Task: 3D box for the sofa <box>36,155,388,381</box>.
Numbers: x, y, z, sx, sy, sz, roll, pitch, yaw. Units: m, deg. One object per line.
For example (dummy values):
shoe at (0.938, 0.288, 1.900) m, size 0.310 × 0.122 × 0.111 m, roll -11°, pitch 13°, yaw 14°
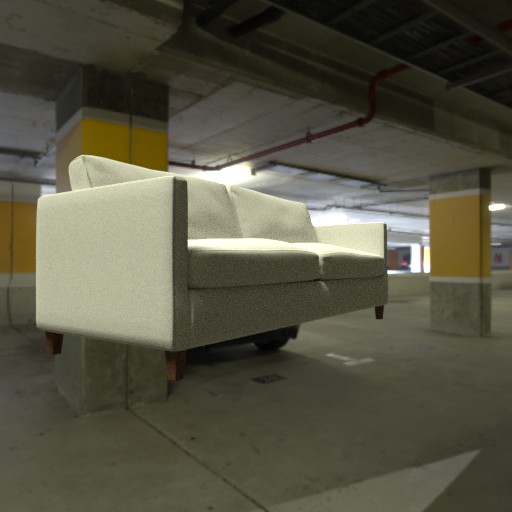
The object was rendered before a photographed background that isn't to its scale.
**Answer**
sofa at (0.000, 0.000, 2.798) m, size 0.951 × 0.962 × 2.361 m, roll -1°, pitch -1°, yaw 35°
